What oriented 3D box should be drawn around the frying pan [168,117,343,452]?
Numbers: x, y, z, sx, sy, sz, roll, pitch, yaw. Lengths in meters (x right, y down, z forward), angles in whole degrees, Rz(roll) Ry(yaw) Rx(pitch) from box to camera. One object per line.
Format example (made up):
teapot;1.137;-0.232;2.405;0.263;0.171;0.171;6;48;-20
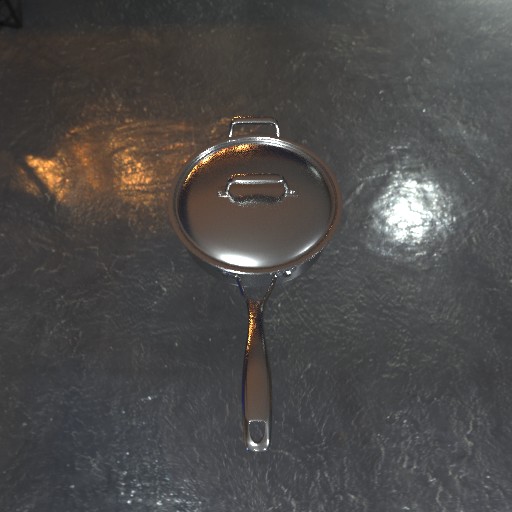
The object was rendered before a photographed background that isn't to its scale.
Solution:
frying pan;0.000;0.000;0.590;0.245;0.111;0.492;-1;60;0
